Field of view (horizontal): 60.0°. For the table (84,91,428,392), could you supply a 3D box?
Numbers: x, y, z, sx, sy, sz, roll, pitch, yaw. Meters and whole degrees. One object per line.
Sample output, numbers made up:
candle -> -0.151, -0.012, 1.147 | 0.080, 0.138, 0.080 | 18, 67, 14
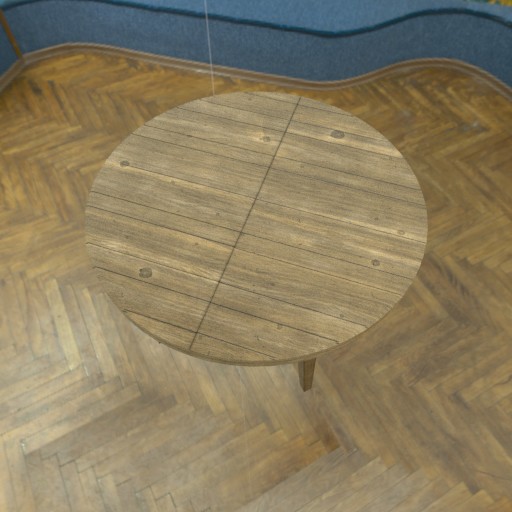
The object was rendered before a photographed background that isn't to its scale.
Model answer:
table -> 0.000, 0.000, 1.920 | 1.213, 0.764, 1.213 | 0, 57, 0
